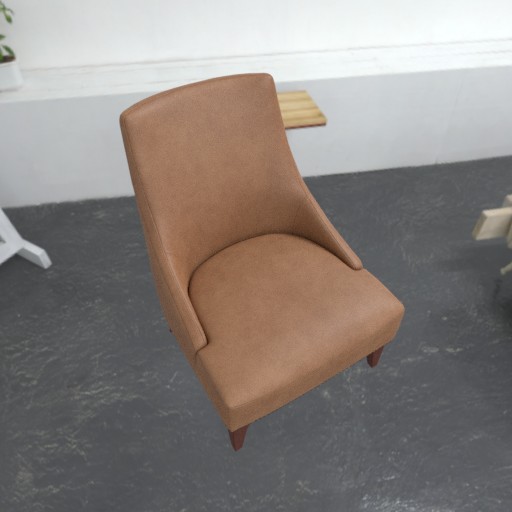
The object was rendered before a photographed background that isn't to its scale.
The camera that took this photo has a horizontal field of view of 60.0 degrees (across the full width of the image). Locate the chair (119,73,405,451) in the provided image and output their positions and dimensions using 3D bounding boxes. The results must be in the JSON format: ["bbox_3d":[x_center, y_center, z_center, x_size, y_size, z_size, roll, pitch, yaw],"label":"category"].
[{"bbox_3d":[0.000,0.000,1.545,0.701,0.909,0.861,-24,51,-21],"label":"chair"}]
